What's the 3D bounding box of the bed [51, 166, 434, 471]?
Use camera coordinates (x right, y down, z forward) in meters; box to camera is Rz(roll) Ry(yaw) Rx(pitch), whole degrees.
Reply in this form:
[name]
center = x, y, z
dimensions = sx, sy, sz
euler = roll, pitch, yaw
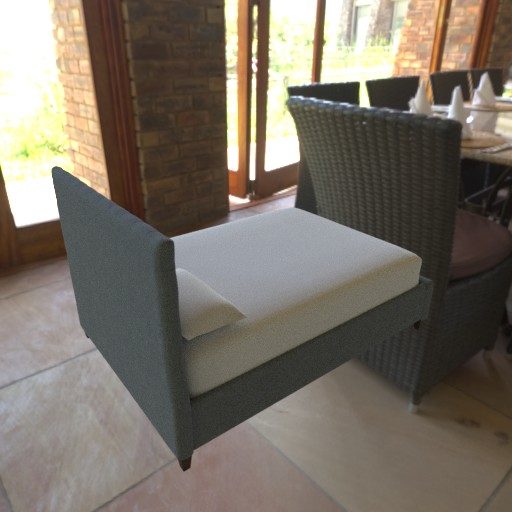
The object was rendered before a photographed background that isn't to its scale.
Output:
[bed]
center = 0.000, 0.000, 3.396
dimensions = 2.335, 1.411, 1.698
euler = -18, 31, -34
